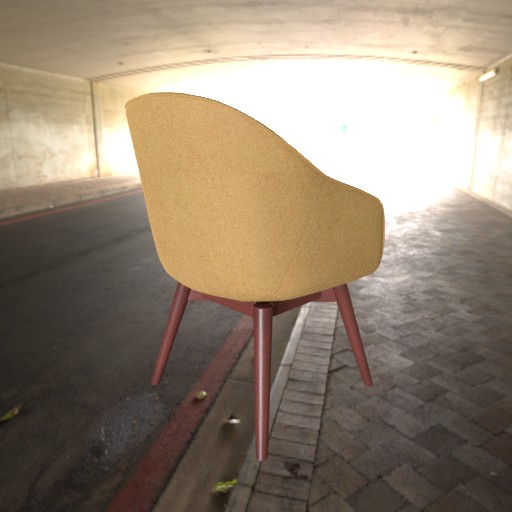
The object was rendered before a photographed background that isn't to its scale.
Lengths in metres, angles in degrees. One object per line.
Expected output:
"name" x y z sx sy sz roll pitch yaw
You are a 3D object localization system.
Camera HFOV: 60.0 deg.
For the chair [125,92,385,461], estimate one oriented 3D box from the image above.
"chair" 0.000 0.000 1.244 0.635 0.823 0.596 -14 20 -43
